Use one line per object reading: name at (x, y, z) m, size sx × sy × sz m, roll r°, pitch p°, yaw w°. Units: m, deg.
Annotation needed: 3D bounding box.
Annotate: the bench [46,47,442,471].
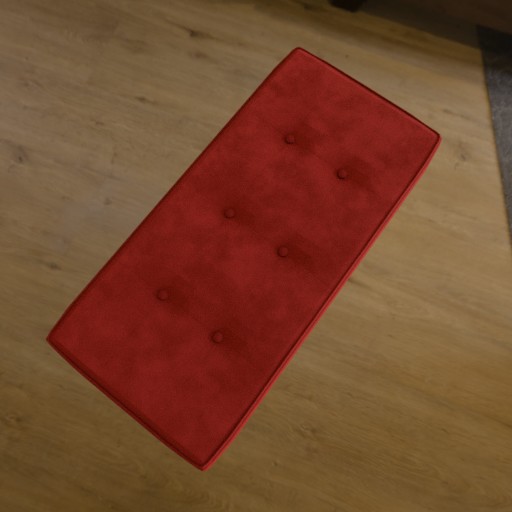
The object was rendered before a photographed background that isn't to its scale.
bench at (0.000, 0.000, 1.289) m, size 0.492 × 0.471 × 1.016 m, roll 36°, pitch 78°, yaw 9°
